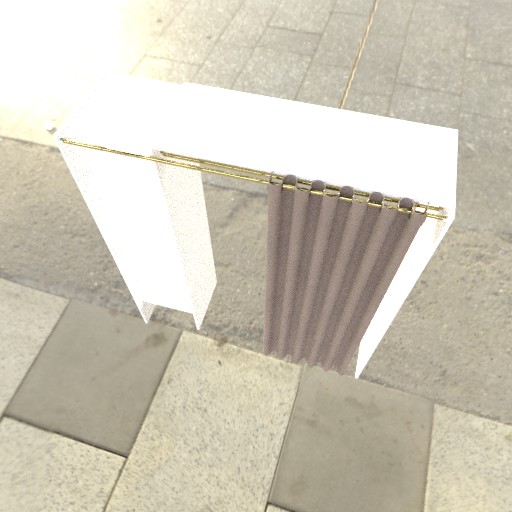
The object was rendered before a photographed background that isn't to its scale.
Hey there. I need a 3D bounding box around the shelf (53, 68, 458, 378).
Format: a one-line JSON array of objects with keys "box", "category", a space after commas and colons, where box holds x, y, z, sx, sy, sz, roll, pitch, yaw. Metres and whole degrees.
[{"box": [0.000, 0.000, 2.579, 1.600, 1.820, 0.500, 13, 58, 8], "category": "shelf"}]
